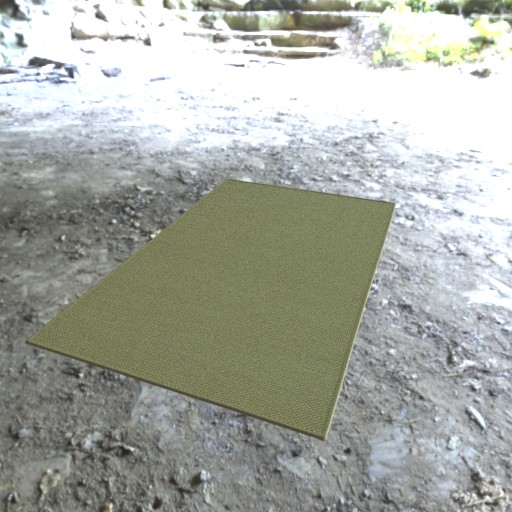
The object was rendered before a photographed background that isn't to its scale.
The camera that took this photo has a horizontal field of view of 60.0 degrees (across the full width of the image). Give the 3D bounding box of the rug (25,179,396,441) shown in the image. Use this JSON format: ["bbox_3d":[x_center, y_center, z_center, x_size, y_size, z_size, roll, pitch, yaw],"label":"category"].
[{"bbox_3d":[0.000,0.000,2.032,1.067,0.013,1.676,11,33,18],"label":"rug"}]
